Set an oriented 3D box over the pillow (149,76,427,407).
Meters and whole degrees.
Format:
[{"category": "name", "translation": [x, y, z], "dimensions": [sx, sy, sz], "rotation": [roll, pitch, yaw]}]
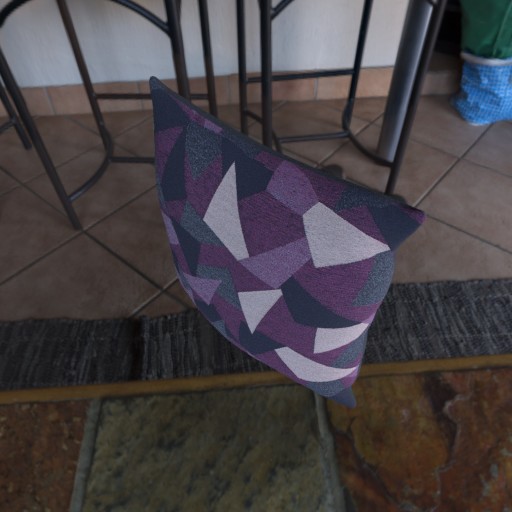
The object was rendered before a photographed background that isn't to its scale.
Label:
[{"category": "pillow", "translation": [0.000, 0.000, 0.780], "dimensions": [0.503, 0.496, 0.208], "rotation": [33, 55, 27]}]
